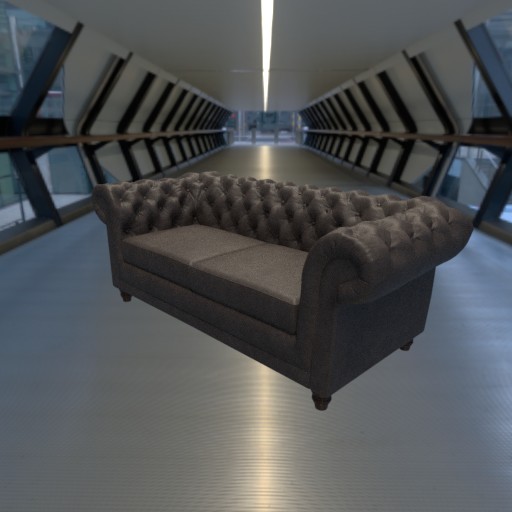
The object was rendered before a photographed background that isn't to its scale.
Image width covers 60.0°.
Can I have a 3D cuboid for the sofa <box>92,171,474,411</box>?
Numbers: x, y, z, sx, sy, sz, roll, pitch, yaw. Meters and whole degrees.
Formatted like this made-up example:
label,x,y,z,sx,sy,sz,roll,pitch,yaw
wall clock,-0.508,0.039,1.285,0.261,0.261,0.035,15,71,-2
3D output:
label,x,y,z,sx,sy,sz,roll,pitch,yaw
sofa,0.000,0.000,2.494,0.944,0.779,2.048,-16,23,-42
